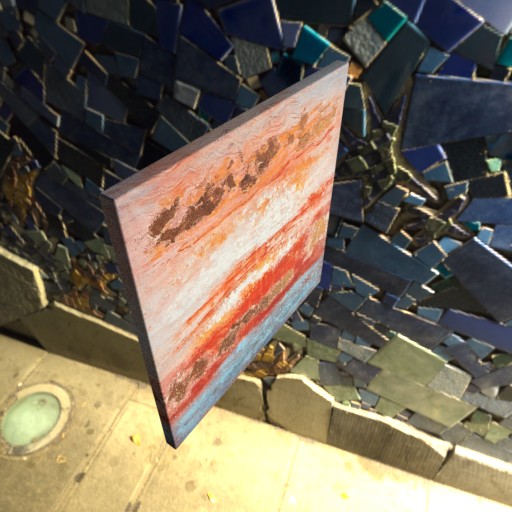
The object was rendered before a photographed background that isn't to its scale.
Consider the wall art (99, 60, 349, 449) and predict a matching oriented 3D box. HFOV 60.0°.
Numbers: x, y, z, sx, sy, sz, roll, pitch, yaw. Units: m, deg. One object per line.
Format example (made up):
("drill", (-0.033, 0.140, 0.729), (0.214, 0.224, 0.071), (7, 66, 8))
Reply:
("wall art", (0.000, 0.000, 1.107), (0.035, 0.747, 0.747), (25, 47, 26))
